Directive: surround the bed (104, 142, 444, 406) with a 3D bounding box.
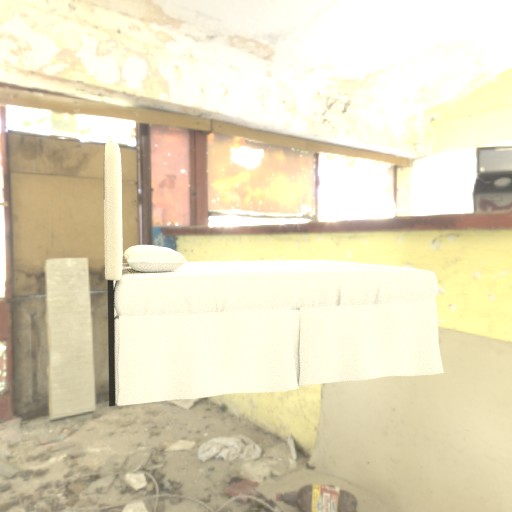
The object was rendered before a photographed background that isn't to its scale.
[{"bbox_3d":[0.000,0.000,3.142,2.005,1.410,1.607,-1,2,-18],"label":"bed"}]
